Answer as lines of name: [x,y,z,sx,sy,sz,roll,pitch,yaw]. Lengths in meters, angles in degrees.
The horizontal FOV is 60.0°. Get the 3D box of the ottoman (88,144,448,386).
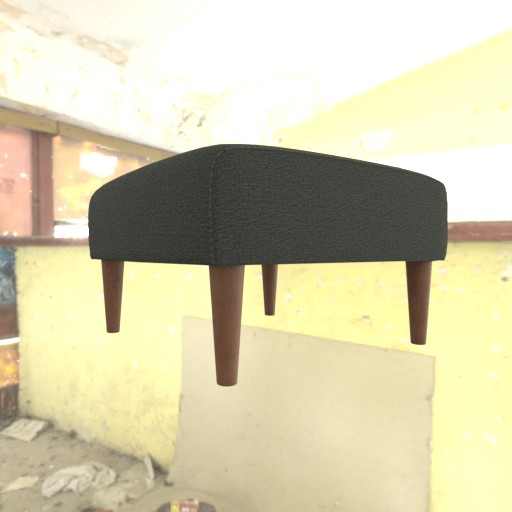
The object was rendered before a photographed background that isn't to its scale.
ottoman: [0.000,0.000,1.080,0.649,0.398,0.650,-1,1,-36]
